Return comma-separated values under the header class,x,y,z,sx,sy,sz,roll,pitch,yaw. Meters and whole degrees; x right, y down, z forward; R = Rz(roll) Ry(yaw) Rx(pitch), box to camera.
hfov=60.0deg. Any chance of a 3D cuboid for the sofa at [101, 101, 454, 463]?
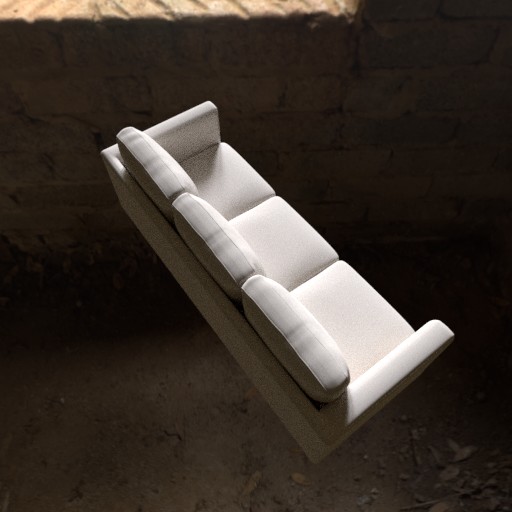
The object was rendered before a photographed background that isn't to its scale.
class,x,y,z,sx,sy,sz,roll,pitch,yaw
sofa,0.000,0.000,2.509,0.802,0.912,2.029,-32,63,-19
